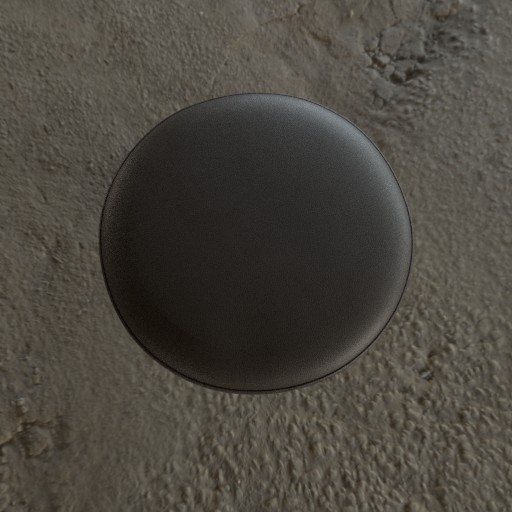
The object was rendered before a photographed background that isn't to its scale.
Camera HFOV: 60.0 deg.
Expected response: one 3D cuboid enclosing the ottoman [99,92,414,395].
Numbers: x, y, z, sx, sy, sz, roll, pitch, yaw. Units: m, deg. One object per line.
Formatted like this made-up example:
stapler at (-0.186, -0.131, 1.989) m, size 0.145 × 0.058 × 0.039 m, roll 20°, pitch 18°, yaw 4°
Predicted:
ottoman at (0.000, 0.000, 0.859) m, size 0.500 × 0.409 × 0.500 m, roll 0°, pitch 76°, yaw 0°
